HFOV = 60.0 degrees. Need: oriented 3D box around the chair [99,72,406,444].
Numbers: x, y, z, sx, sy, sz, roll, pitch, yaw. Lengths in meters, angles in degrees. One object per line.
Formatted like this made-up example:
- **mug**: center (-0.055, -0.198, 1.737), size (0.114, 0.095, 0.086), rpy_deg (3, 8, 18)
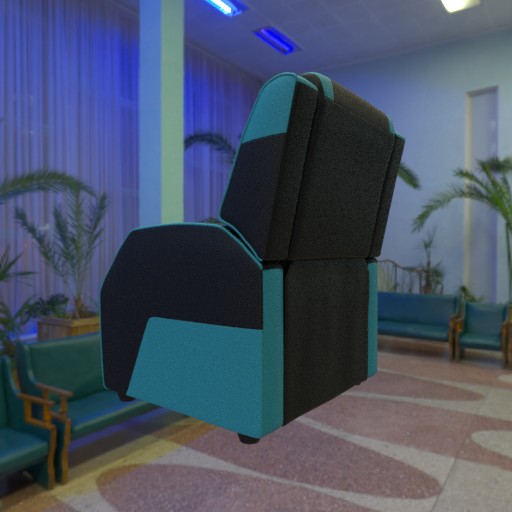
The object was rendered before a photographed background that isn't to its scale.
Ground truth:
- **chair**: center (0.000, 0.000, 1.291), size (0.672, 0.805, 0.620), rpy_deg (1, 1, 38)
